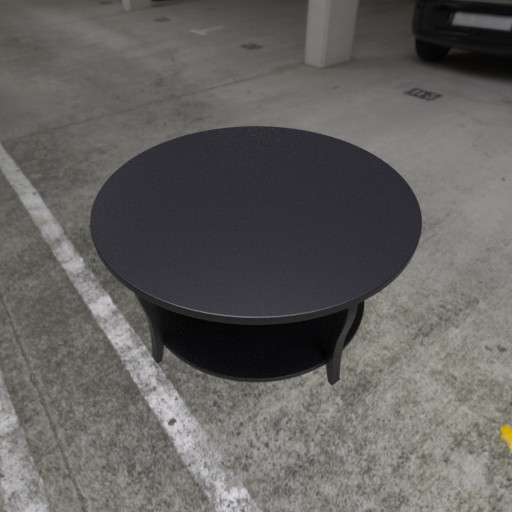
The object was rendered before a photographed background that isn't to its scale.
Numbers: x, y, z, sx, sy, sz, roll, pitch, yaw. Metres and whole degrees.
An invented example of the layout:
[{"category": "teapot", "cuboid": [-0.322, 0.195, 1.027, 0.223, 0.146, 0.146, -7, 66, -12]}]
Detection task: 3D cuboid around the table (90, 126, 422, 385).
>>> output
[{"category": "table", "cuboid": [0.000, 0.000, 1.416, 0.914, 0.457, 0.914, 0, 41, 0]}]
